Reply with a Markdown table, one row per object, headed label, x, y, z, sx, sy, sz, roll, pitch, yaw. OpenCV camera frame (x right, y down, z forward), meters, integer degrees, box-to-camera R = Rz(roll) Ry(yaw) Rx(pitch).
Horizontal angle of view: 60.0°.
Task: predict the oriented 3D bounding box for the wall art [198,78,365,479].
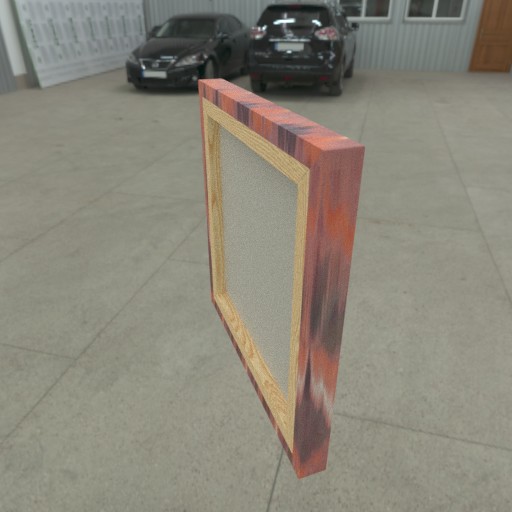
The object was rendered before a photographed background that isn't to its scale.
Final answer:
| label | x | y | z | sx | sy | sz | roll | pitch | yaw |
| --- | --- | --- | --- | --- | --- | --- | --- | --- | --- |
| wall art | 0.000 | 0.000 | 0.611 | 0.038 | 0.406 | 0.403 | -10 | 31 | -18 |
